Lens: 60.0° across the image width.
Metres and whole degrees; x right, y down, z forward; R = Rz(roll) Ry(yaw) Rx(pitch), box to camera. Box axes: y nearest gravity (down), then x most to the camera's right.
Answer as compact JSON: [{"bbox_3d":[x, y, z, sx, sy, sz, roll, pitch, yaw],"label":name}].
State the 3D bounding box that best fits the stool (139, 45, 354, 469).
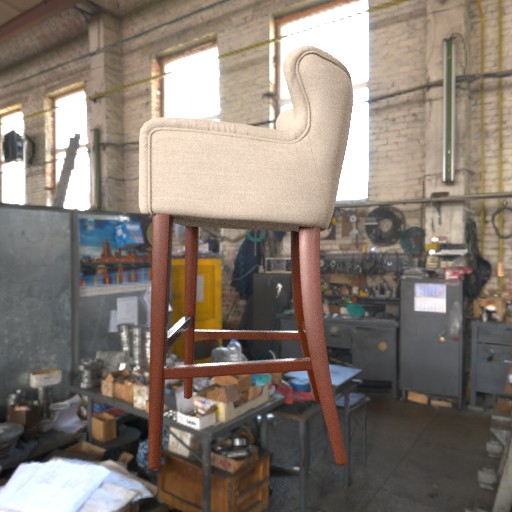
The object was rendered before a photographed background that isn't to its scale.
[{"bbox_3d":[0.000,0.000,1.330,0.563,1.034,0.556,0,1,1],"label":"stool"}]
